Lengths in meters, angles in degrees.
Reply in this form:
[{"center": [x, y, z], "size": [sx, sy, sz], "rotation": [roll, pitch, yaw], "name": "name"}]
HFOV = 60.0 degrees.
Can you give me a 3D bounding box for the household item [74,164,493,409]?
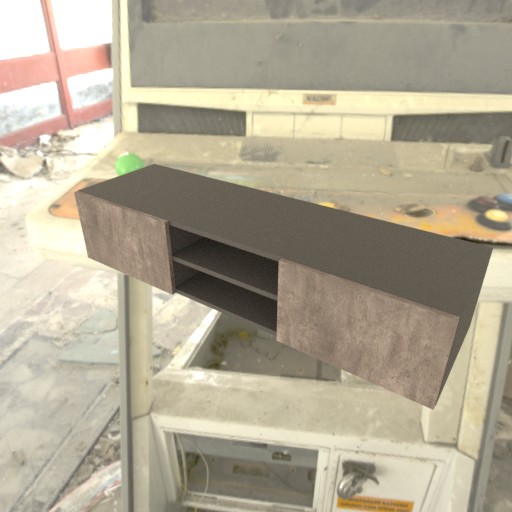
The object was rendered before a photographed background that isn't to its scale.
[{"center": [0.000, 0.000, 1.570], "size": [1.400, 0.310, 0.420], "rotation": [19, 34, 30], "name": "household item"}]
